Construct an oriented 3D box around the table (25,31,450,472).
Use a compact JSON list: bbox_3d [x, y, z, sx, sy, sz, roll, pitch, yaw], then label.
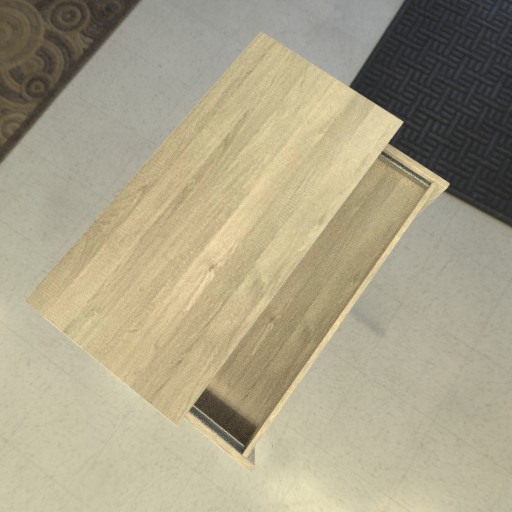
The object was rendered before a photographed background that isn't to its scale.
[{"bbox_3d":[0.000,0.000,1.438,0.712,0.570,1.000,36,79,8],"label":"table"}]
